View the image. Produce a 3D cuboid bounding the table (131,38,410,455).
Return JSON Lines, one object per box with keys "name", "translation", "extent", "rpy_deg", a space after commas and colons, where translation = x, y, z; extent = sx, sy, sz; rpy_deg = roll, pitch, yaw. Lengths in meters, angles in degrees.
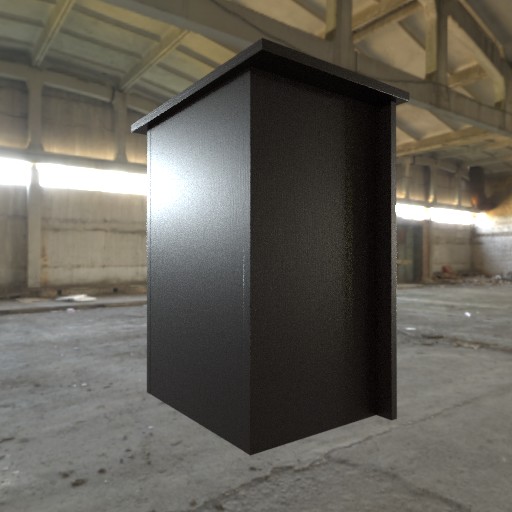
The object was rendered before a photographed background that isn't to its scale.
{"name": "table", "translation": [0.000, 0.000, 1.083], "extent": [0.408, 0.711, 0.589], "rpy_deg": [0, -1, -36]}
